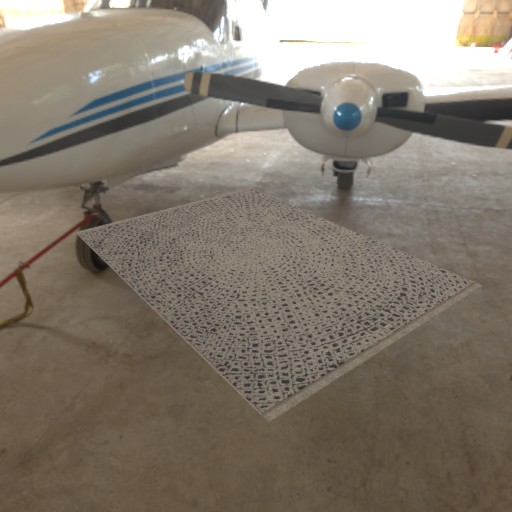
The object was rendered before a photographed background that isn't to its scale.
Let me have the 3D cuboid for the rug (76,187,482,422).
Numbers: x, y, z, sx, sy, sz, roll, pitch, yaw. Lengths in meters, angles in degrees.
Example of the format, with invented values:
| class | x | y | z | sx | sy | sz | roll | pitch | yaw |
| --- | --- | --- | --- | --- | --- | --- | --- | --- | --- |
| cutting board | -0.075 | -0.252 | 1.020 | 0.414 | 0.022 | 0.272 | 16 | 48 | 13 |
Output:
| class | x | y | z | sx | sy | sz | roll | pitch | yaw |
| --- | --- | --- | --- | --- | --- | --- | --- | --- | --- |
| rug | 0.000 | 0.000 | 2.142 | 1.190 | 0.003 | 1.634 | -20 | 34 | -33 |
